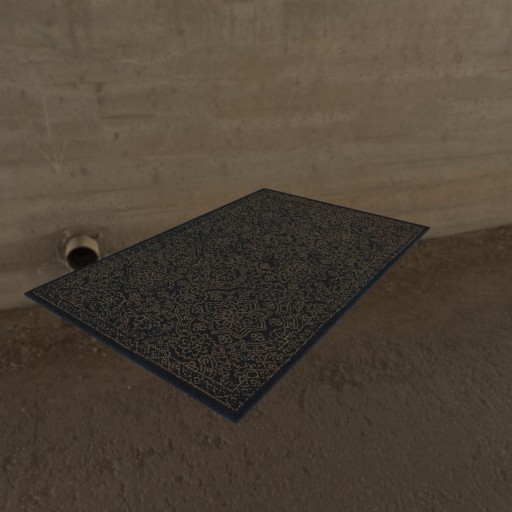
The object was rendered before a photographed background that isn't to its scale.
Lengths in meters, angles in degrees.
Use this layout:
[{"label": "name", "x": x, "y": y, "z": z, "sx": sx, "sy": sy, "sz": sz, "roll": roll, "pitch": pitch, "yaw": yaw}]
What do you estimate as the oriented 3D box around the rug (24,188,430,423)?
[{"label": "rug", "x": 0.000, "y": 0.000, "z": 2.295, "sx": 1.219, "sy": 0.010, "sz": 1.829, "roll": 19, "pitch": 33, "yaw": 32}]
